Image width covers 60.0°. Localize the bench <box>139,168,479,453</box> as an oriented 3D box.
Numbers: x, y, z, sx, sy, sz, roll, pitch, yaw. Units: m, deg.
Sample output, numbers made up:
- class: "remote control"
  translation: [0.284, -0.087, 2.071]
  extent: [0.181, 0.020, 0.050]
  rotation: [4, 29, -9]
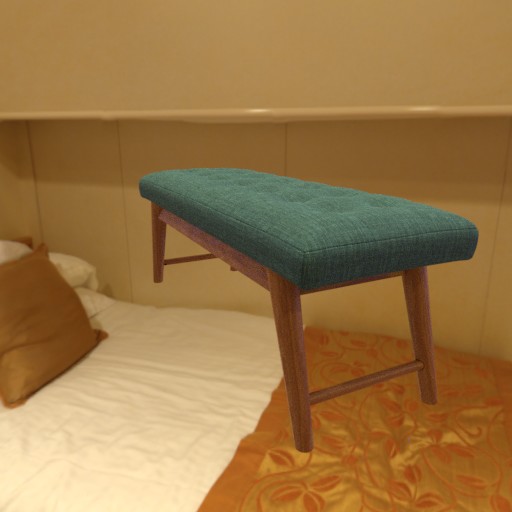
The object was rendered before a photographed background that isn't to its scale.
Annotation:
- class: "bench"
  translation: [0.000, 0.000, 1.285]
  extent: [0.406, 0.432, 1.118]
  rotation: [-8, 18, -26]
